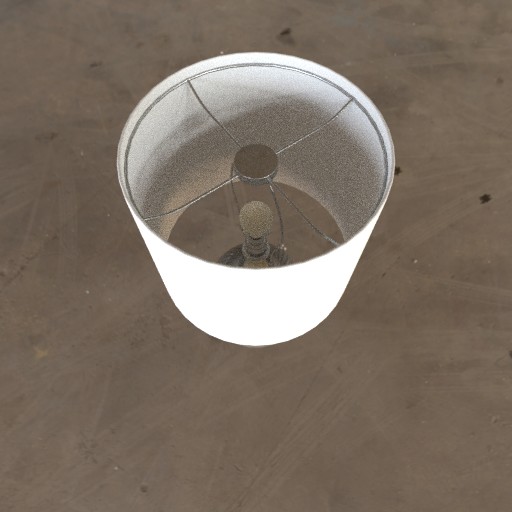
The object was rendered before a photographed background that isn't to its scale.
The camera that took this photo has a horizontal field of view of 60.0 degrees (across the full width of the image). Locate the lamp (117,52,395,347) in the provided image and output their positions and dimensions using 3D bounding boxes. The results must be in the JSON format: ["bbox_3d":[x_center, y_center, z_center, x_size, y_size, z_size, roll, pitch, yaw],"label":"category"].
[{"bbox_3d":[0.000,0.000,0.495,0.207,0.366,0.207,-33,68,-15],"label":"lamp"}]
